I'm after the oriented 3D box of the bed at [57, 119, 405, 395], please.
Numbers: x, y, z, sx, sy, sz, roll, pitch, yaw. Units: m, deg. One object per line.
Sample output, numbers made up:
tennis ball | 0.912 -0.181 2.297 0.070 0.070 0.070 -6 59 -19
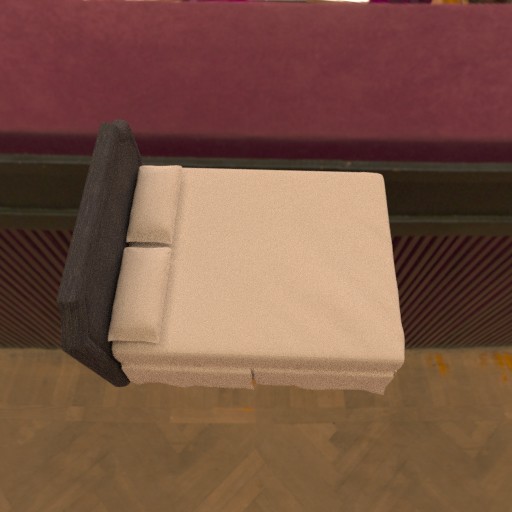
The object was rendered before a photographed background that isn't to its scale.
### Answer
bed | 0.000 0.000 3.191 2.116 1.290 1.693 2 63 1
